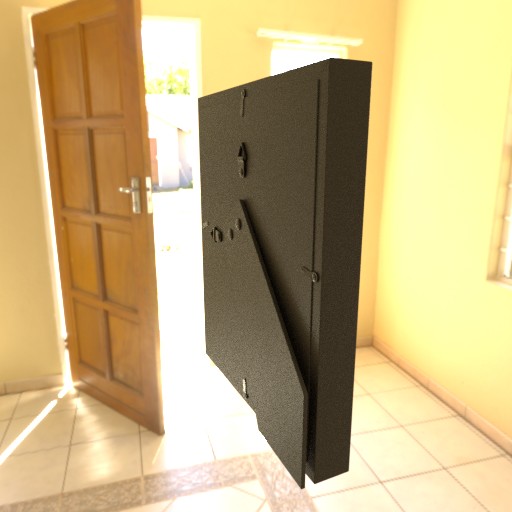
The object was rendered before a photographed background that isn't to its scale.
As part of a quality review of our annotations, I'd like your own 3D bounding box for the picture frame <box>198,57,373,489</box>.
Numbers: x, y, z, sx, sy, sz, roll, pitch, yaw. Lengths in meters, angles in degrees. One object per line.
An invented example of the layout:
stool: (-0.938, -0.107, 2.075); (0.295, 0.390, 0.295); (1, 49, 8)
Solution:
picture frame: (0.000, 0.000, 0.390); (0.042, 0.284, 0.232); (-7, 15, -25)
